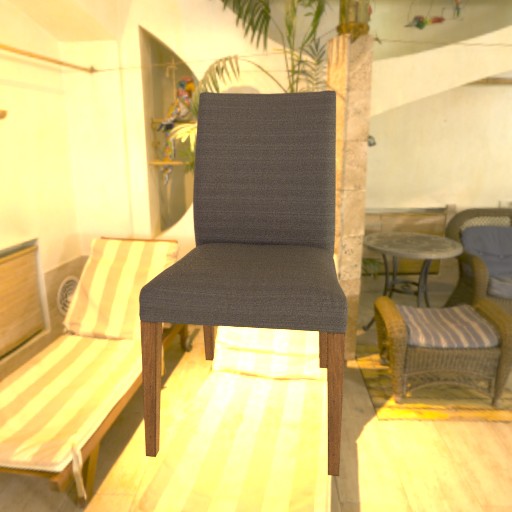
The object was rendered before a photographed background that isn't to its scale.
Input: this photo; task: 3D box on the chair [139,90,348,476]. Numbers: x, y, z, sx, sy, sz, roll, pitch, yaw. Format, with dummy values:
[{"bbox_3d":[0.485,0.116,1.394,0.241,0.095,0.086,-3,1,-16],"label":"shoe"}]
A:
[{"bbox_3d":[0.000,0.000,1.276,0.496,0.940,0.585,2,15,8],"label":"chair"}]
